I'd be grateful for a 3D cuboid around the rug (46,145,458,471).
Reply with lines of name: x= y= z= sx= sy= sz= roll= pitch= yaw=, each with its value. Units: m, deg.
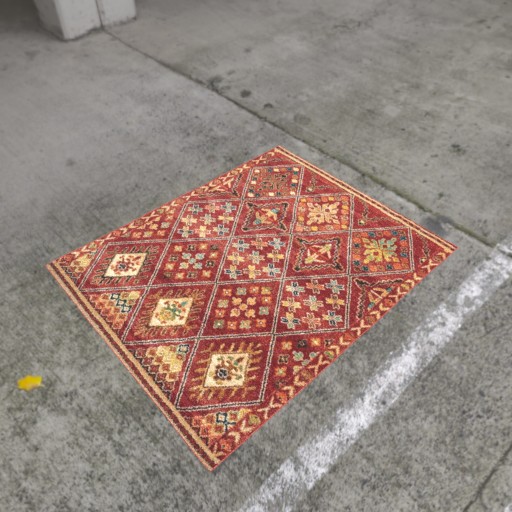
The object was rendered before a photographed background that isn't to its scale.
rug: x=0.000 y=0.000 z=4.226 sx=3.086 sy=0.030 sz=2.489 roll=-33 pitch=54 yaw=-28
